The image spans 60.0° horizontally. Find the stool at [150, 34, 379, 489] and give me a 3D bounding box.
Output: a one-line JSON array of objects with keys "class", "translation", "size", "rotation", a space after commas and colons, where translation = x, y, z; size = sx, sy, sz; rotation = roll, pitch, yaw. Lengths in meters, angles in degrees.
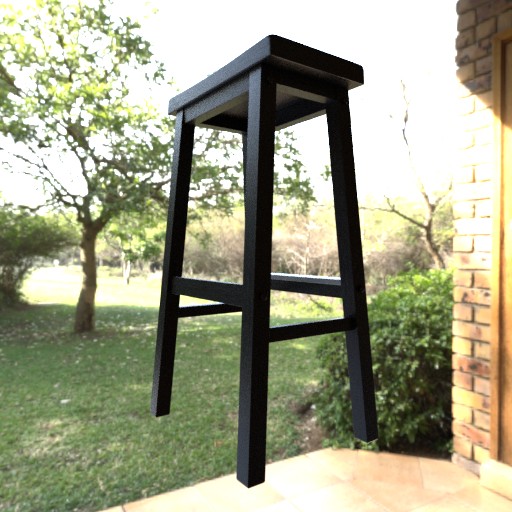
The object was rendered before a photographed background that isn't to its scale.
[{"class": "stool", "translation": [0.000, 0.000, 0.964], "size": [0.322, 0.742, 0.406], "rotation": [-1, 1, -36]}]
